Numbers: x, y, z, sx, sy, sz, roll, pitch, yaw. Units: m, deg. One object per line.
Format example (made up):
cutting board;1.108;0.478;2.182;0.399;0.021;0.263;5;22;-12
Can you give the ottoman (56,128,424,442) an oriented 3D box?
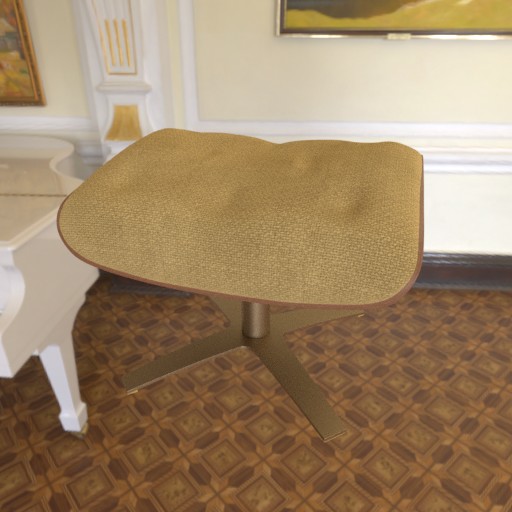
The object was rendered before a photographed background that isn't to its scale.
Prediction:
ottoman;0.000;0.000;0.791;0.520;0.391;0.394;8;27;15
